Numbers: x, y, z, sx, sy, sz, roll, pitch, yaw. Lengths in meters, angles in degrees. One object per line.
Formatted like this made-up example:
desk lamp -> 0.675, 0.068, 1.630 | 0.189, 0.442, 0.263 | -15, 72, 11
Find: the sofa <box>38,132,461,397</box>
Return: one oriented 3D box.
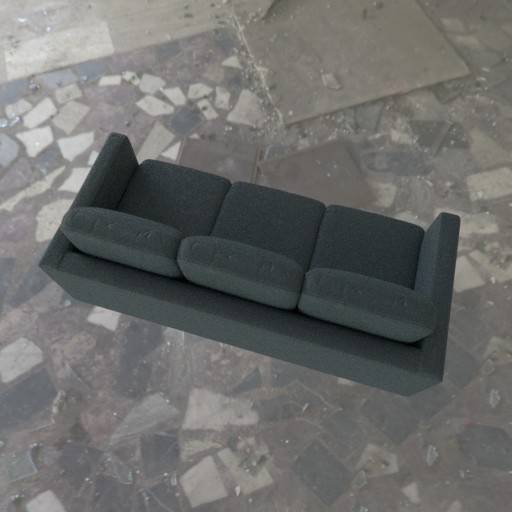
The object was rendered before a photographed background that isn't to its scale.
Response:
sofa -> 0.000, 0.000, 2.497 | 2.013, 0.945, 0.935 | 15, 66, 7
